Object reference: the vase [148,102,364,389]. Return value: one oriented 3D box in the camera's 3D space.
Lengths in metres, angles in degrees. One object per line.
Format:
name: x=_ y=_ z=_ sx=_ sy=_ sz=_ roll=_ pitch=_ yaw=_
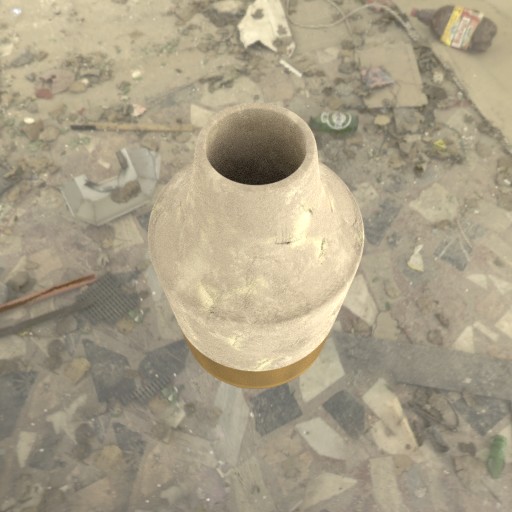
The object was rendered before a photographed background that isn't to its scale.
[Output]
vase: x=0.000 y=0.000 z=0.424 sx=0.184 sy=0.305 sz=0.184 roll=0 pitch=61 yaw=0
